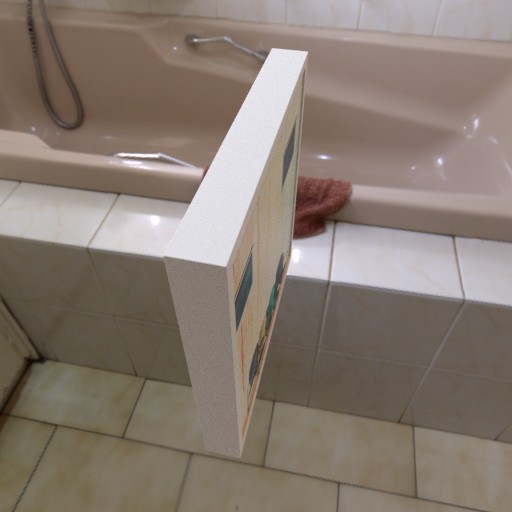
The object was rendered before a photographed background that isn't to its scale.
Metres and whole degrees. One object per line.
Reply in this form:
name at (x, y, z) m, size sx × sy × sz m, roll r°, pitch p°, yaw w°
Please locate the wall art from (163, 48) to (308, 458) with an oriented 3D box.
wall art at (0.000, 0.000, 0.465) m, size 0.038 × 0.305 × 0.305 m, roll 10°, pitch 47°, yaw 9°
